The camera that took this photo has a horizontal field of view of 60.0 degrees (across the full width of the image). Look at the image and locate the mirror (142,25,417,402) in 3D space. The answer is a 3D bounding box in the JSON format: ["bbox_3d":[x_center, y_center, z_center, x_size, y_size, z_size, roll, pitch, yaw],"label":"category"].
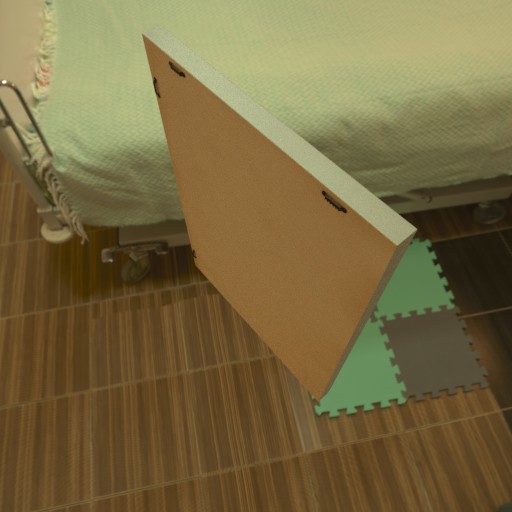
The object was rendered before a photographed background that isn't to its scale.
[{"bbox_3d":[0.000,0.000,0.887,0.039,0.710,0.507,-36,65,-20],"label":"mirror"}]
